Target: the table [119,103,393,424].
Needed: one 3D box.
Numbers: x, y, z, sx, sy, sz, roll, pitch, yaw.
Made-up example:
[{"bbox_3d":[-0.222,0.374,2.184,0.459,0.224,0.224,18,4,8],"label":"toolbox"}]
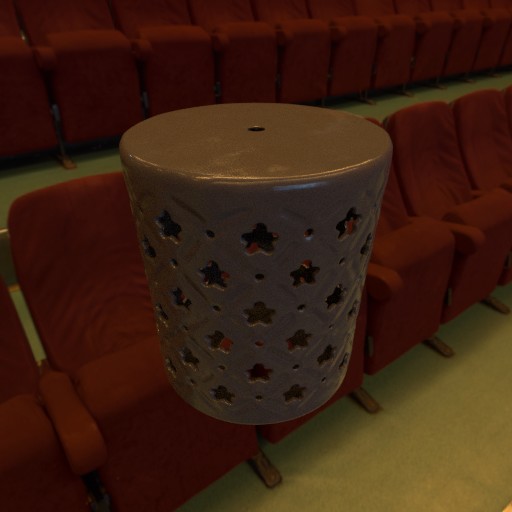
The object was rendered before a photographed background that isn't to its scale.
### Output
[{"bbox_3d":[0.000,0.000,0.677,0.352,0.387,0.352,0,31,0],"label":"table"}]
